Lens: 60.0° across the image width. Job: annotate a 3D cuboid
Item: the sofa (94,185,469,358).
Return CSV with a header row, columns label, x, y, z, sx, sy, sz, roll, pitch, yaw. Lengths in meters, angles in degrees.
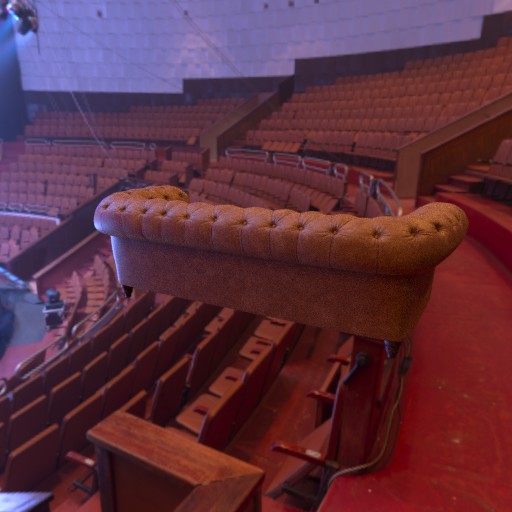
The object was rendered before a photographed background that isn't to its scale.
label,x,y,z,sx,sy,sz,roll,pitch,yaw
sofa,0.000,0.000,2.850,2.365,0.760,0.989,8,17,28
